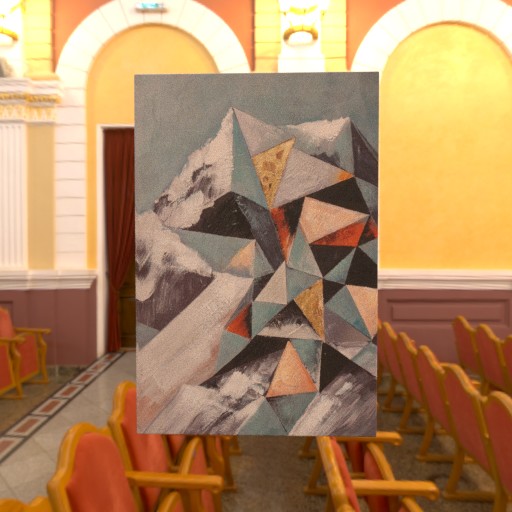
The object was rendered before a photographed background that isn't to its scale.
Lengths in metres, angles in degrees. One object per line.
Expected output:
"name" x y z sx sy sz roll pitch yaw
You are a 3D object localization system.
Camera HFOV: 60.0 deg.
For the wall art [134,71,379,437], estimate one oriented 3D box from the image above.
"wall art" 0.000 0.000 1.139 0.609 0.911 0.061 0 2 2
